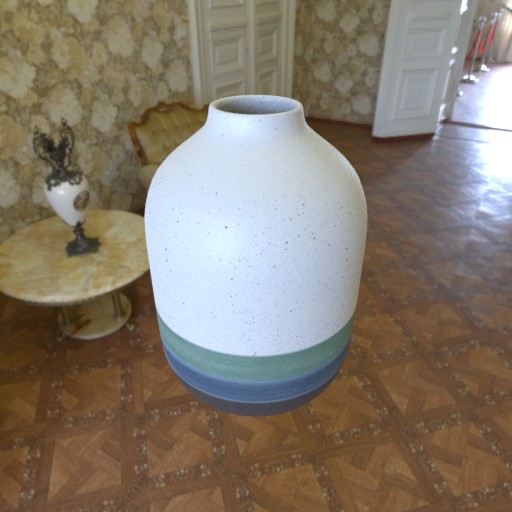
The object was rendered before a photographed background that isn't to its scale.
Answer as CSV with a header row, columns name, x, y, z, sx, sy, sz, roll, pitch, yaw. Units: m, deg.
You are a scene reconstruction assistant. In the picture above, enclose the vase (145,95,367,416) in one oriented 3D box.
name,x,y,z,sx,sy,sz,roll,pitch,yaw
vase,0.000,0.000,0.362,0.169,0.240,0.169,0,31,0
